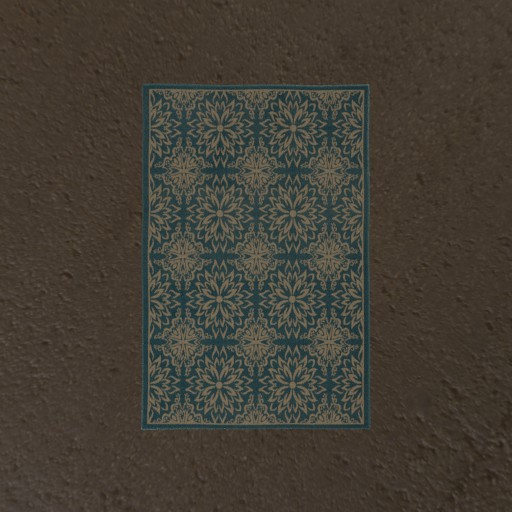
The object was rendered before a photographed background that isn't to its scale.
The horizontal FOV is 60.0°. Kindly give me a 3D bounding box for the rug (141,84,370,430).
[{"bbox_3d":[0.000,0.000,2.354,1.211,0.012,1.833,0,89,0],"label":"rug"}]
